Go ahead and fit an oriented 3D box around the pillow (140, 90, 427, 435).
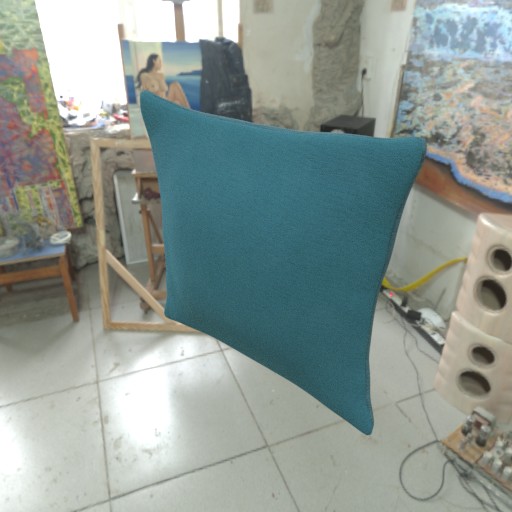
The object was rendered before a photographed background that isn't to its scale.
[{"bbox_3d":[0.000,0.000,0.642,0.433,0.415,0.151,22,36,33],"label":"pillow"}]
